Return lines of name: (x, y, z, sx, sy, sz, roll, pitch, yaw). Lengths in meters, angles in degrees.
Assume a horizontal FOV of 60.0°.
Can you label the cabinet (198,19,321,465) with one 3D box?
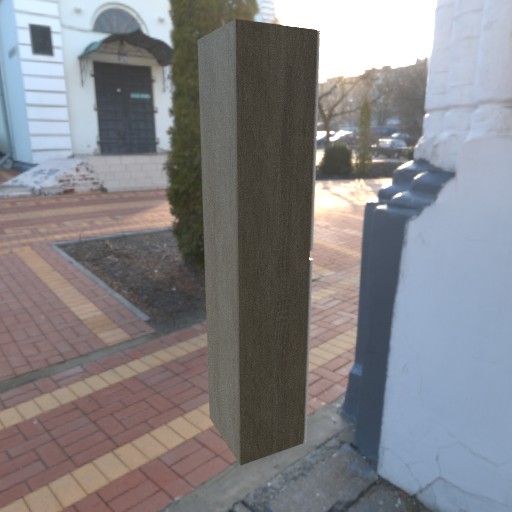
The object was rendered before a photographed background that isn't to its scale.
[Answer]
cabinet: (0.000, 0.000, 1.539, 0.270, 1.400, 0.300, -8, 17, -26)
